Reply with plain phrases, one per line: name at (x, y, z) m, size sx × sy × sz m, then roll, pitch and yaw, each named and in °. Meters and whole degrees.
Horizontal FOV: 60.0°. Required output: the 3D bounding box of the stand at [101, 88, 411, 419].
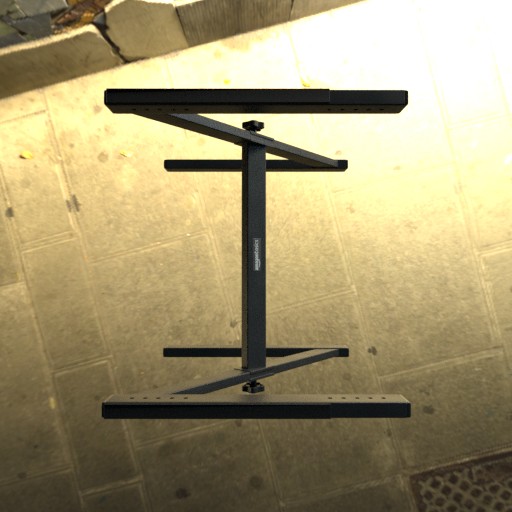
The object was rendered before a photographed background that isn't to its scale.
stand at (0.000, 0.000, 1.141) m, size 0.586 × 0.617 × 0.700 m, roll 0°, pitch 89°, yaw 0°
